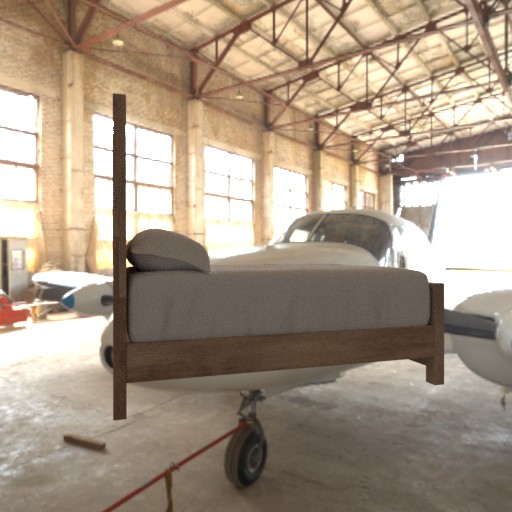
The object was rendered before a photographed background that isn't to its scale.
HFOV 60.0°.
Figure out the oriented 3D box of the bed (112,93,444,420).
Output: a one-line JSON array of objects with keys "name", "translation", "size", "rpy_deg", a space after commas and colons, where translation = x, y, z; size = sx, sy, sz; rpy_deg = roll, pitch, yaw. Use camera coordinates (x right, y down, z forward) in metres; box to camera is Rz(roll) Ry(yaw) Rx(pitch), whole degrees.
[{"name": "bed", "translation": [0.000, 0.000, 3.279], "size": [2.017, 1.631, 1.615], "rpy_deg": [0, 0, -18]}]
